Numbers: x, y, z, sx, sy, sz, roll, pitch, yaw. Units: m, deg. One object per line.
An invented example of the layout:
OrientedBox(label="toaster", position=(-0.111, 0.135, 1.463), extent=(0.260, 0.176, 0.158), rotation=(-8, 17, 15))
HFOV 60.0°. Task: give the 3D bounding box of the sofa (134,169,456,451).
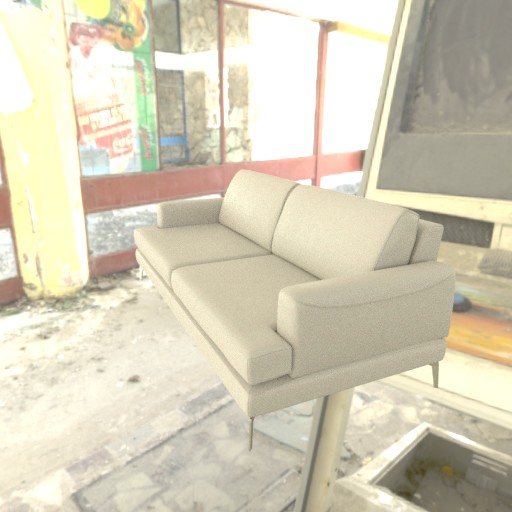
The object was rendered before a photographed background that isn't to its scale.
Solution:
OrientedBox(label="sofa", position=(0.000, 0.000, 2.419), extent=(0.974, 0.765, 1.940), rotation=(-8, 19, -24))
